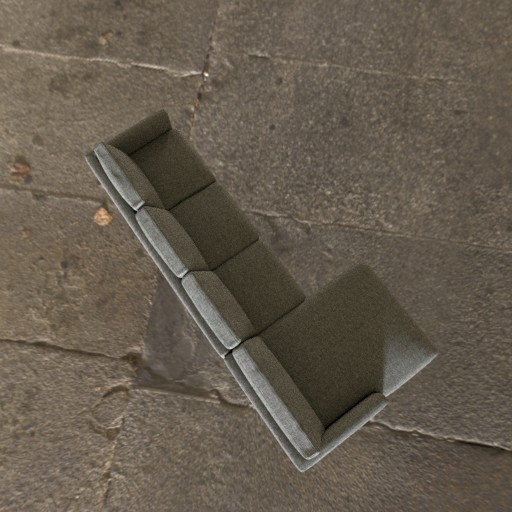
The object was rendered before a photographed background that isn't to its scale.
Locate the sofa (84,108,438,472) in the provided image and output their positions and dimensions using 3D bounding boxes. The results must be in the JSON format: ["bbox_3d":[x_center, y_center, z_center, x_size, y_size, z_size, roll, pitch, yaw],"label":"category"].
[{"bbox_3d":[0.000,0.000,4.252,1.635,0.960,3.485,-35,77,-9],"label":"sofa"}]
